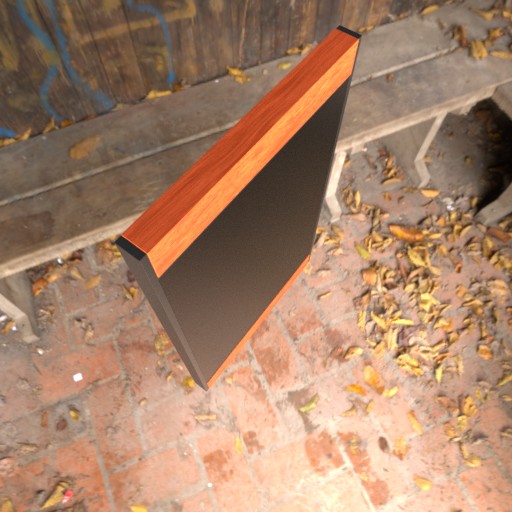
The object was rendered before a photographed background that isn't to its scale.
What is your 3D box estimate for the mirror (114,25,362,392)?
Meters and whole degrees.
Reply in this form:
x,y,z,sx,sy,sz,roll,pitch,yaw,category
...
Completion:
x,y,z,sx,sy,sz,roll,pitch,yaw,category
0.000,0.000,1.004,0.047,0.823,0.525,34,67,16,mirror
